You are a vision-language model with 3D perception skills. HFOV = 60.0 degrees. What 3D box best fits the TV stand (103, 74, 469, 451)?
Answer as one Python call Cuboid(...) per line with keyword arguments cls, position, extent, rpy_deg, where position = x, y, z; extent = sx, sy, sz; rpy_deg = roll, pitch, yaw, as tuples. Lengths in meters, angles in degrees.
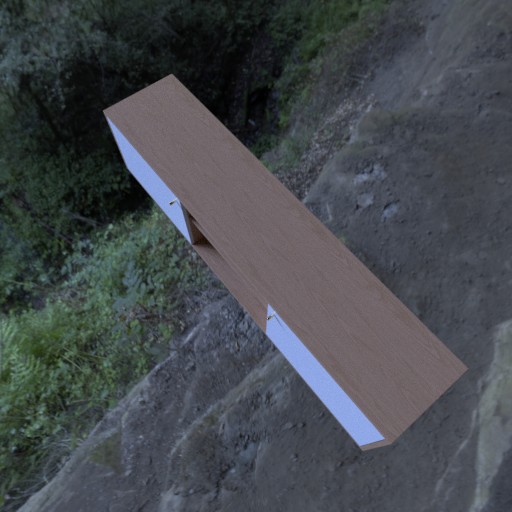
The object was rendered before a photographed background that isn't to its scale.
Cuboid(cls="TV stand", position=(0.000, 0.000, 1.982), extent=(0.400, 0.580, 1.760), rpy_deg=(-36, 69, -16))
